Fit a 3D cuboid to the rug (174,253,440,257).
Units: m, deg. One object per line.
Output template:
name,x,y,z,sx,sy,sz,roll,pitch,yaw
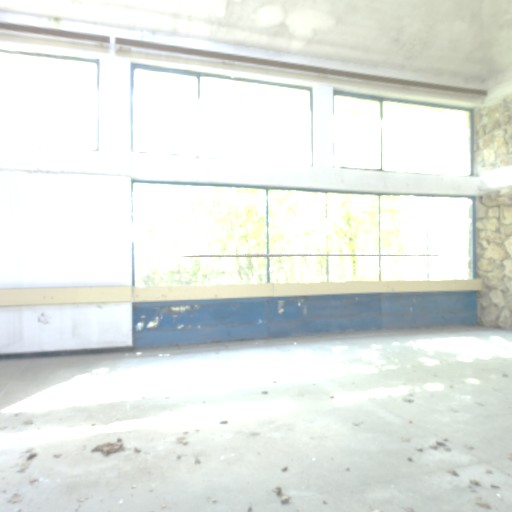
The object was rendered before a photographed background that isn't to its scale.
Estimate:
rug,0.000,0.000,2.646,0.712,0.013,2.346,0,0,-17
